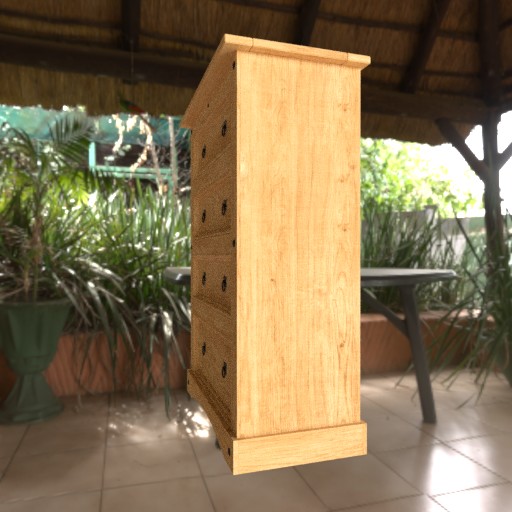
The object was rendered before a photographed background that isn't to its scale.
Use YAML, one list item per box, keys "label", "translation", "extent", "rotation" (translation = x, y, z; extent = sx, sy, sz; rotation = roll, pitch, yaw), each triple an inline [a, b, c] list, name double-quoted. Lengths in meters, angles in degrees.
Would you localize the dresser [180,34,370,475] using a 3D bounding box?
- label: "dresser"
  translation: [0.000, 0.000, 1.794]
  extent: [0.485, 1.300, 0.915]
  rotation: [0, 0, -18]
